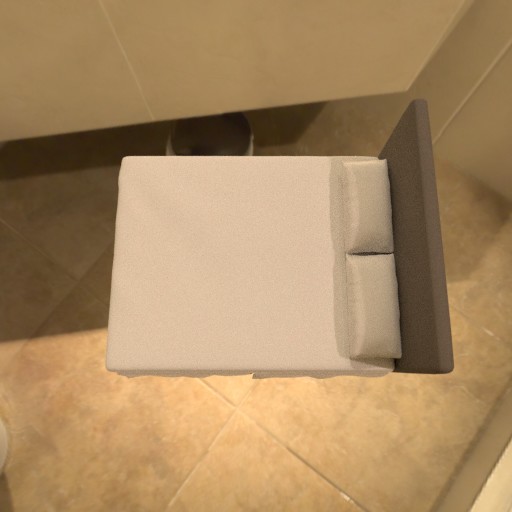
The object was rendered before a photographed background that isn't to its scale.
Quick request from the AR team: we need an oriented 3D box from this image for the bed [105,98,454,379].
[{"bbox_3d":[0.000,0.000,3.152,2.142,1.330,1.723,0,76,0],"label":"bed"}]
